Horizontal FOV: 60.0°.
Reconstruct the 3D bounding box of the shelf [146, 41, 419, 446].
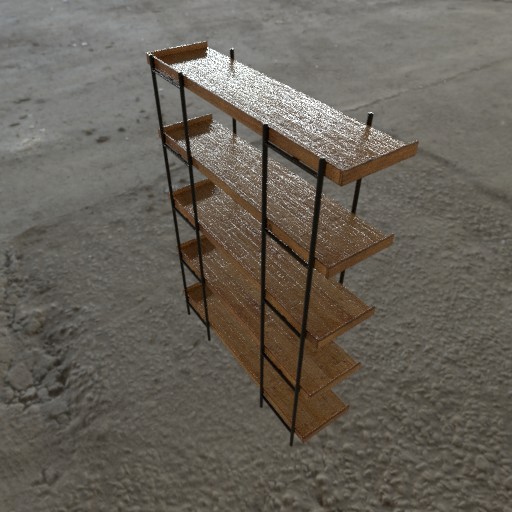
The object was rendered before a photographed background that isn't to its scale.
[{"bbox_3d":[0.000,0.000,2.388,0.379,1.826,1.371,-25,47,-26],"label":"shelf"}]
